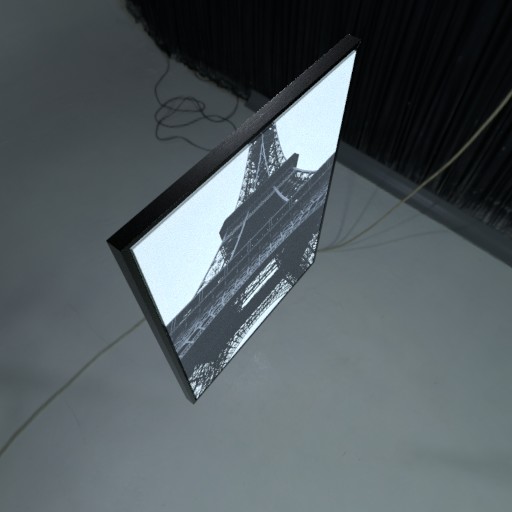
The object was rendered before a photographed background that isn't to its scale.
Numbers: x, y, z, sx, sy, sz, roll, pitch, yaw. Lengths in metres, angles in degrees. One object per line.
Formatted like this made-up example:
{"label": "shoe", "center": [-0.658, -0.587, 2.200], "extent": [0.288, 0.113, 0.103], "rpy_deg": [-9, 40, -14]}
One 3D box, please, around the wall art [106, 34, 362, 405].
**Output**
{"label": "wall art", "center": [0.000, 0.000, 1.394], "extent": [0.040, 1.062, 0.805], "rpy_deg": [34, 64, 19]}
